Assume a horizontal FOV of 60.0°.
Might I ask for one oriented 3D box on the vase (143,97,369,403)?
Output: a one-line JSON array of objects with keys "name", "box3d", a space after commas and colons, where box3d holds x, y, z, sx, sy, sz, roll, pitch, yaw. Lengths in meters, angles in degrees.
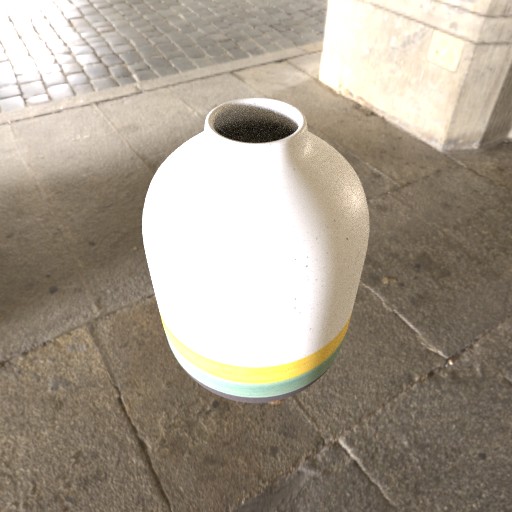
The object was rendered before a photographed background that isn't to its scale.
[{"name": "vase", "box3d": [0.000, 0.000, 0.362, 0.169, 0.240, 0.169, 0, 44, 0]}]
